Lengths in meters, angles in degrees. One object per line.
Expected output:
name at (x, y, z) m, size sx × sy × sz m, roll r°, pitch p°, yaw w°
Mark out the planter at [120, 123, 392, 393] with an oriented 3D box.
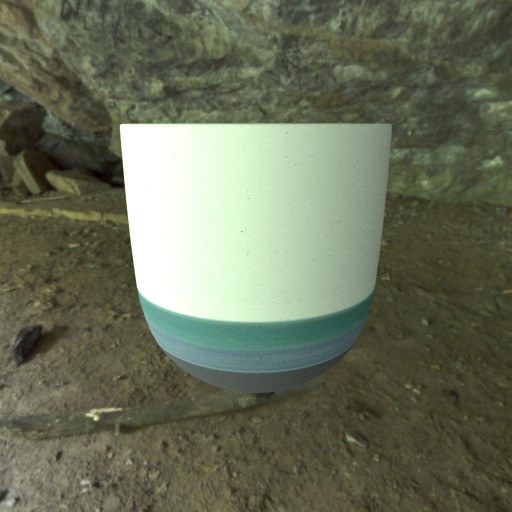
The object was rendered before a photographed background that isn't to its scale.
planter at (0.000, 0.000, 0.375) m, size 0.204 × 0.214 × 0.204 m, roll 0°, pitch 16°, yaw 0°
